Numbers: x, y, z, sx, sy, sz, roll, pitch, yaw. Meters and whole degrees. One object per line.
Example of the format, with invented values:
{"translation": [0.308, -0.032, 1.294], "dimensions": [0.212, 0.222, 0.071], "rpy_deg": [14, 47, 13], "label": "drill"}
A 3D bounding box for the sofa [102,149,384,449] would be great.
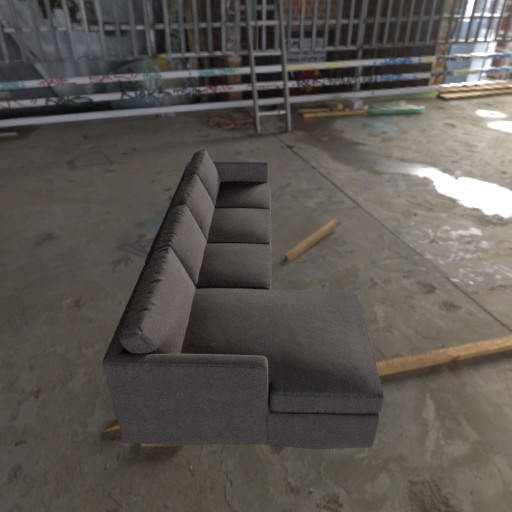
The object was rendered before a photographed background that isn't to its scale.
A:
{"translation": [0.000, 0.000, 3.906], "dimensions": [1.650, 0.922, 3.205], "rpy_deg": [1, 33, 1], "label": "sofa"}
